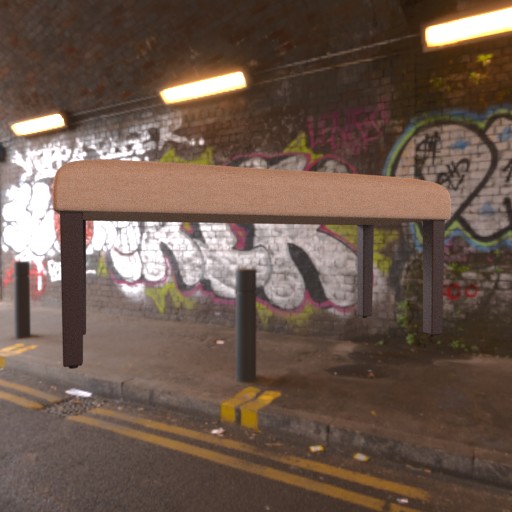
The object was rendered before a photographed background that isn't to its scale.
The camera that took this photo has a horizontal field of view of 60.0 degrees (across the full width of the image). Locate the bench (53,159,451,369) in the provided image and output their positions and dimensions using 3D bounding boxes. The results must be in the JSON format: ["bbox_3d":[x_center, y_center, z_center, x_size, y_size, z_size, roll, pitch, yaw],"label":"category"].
[{"bbox_3d":[0.000,0.000,1.253,1.013,0.456,0.407,-1,2,-20],"label":"bench"}]
